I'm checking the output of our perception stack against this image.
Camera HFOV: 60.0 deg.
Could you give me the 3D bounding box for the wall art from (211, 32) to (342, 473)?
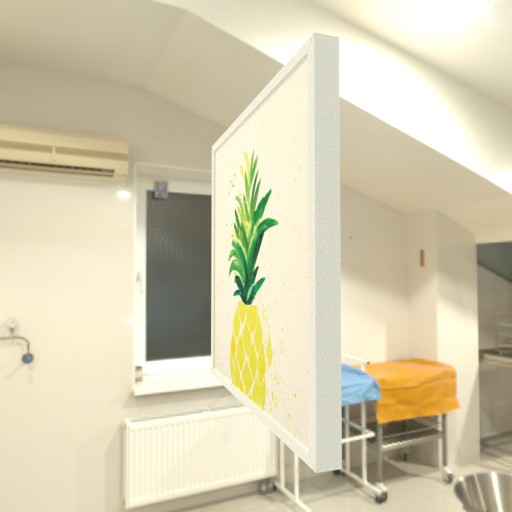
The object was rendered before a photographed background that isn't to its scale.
[{"bbox_3d":[0.000,0.000,0.456,0.020,0.307,0.307,1,-2,-19],"label":"wall art"}]
